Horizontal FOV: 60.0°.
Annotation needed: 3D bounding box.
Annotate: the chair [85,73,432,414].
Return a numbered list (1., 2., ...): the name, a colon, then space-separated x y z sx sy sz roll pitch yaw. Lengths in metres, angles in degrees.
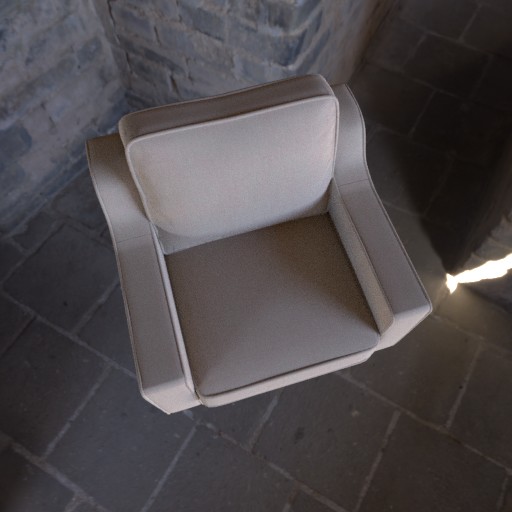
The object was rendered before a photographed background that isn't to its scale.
1. chair: 0.000 0.000 1.599 0.922 0.948 0.882 -15 65 -7
